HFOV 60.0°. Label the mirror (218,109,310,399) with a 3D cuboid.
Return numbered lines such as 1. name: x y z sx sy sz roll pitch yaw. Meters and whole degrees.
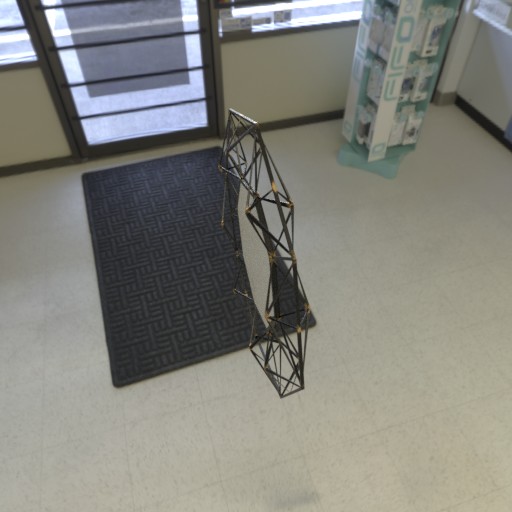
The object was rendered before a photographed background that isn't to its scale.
1. mirror: 0.000 0.000 1.069 0.094 0.710 0.710 -11 48 -10
